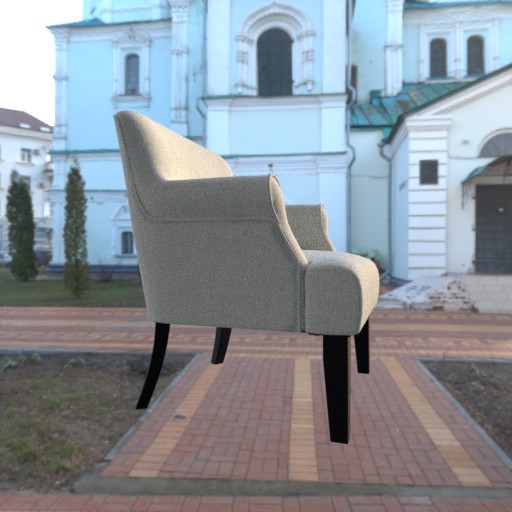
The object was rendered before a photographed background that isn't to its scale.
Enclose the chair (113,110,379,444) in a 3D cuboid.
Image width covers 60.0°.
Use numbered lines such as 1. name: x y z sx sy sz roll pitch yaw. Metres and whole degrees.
1. chair: 0.000 0.000 1.461 0.750 0.875 0.781 0 0 19
